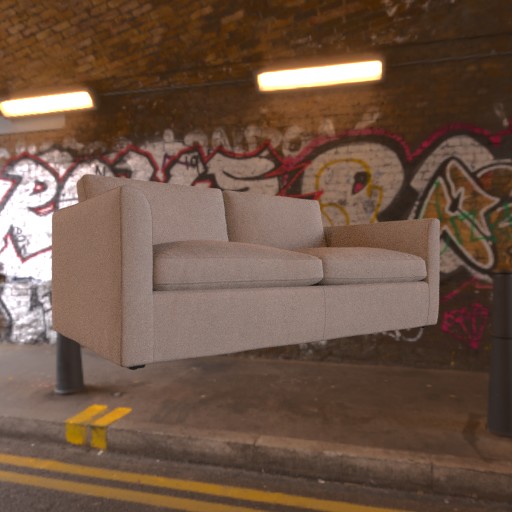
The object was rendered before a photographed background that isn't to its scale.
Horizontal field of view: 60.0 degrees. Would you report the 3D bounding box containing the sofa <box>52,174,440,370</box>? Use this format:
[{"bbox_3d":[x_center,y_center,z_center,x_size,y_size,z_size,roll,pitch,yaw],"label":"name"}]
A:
[{"bbox_3d":[0.000,0.000,2.462,1.905,0.839,1.091,1,-1,-36],"label":"sofa"}]
